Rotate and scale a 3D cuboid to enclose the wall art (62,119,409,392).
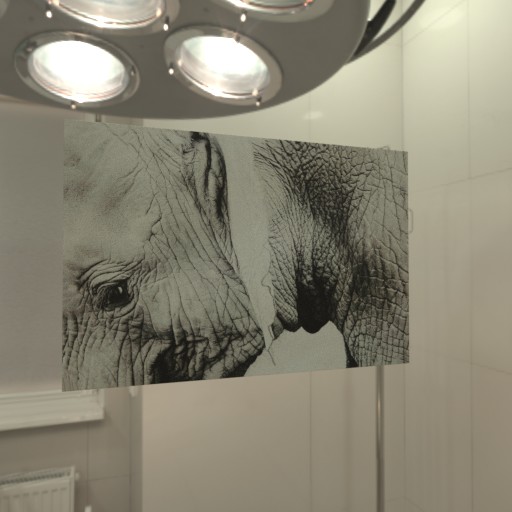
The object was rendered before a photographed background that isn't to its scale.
[{"bbox_3d":[0.000,0.000,1.426,1.141,0.758,0.035,0,-1,-18],"label":"wall art"}]
